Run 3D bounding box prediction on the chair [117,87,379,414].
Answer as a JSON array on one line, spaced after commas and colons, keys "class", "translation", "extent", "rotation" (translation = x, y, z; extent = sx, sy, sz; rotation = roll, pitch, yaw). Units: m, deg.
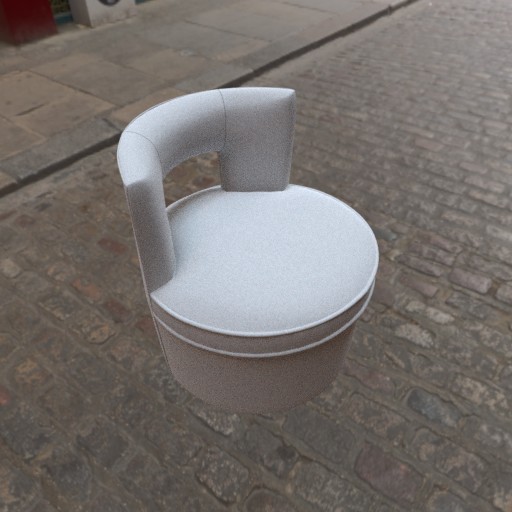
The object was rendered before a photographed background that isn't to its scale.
[{"class": "chair", "translation": [0.000, 0.000, 1.244], "extent": [0.665, 0.723, 0.650], "rotation": [26, 48, 26]}]
